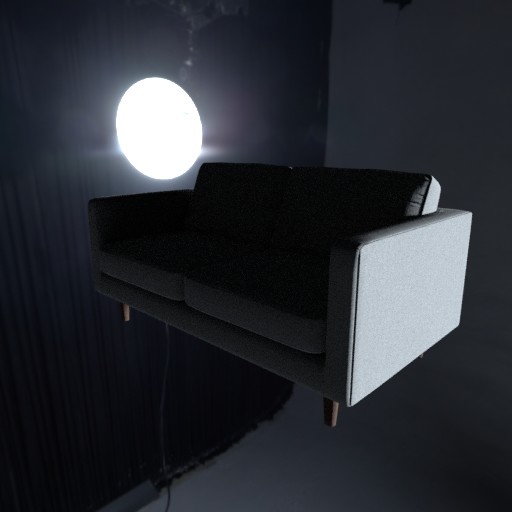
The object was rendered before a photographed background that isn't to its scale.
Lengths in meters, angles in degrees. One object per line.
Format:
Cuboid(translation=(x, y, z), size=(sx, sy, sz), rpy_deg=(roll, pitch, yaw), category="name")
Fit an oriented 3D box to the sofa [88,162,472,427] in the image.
Cuboid(translation=(0.000, 0.000, 2.275), size=(1.731, 0.900, 1.000), rpy_deg=(13, 19, 42), category="sofa")
